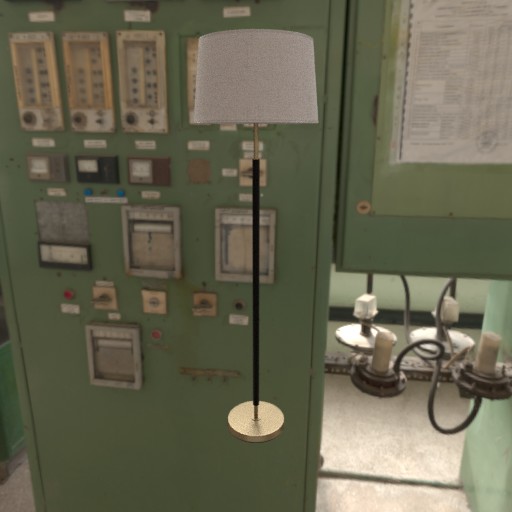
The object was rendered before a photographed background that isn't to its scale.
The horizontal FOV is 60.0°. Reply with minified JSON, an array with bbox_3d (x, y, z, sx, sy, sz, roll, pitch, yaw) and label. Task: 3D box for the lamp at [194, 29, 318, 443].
[{"bbox_3d":[0.000,0.000,1.635,0.420,1.447,0.420,0,16,0],"label":"lamp"}]
